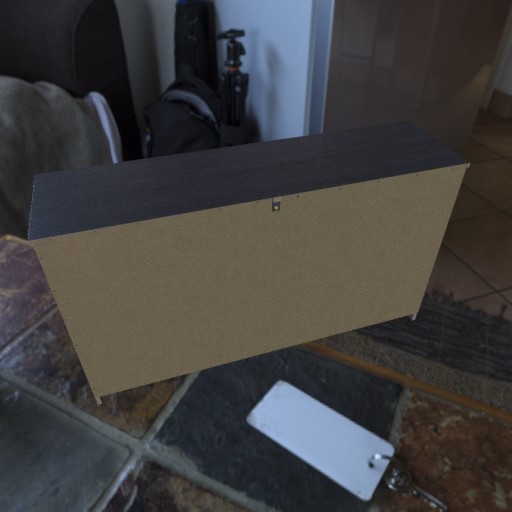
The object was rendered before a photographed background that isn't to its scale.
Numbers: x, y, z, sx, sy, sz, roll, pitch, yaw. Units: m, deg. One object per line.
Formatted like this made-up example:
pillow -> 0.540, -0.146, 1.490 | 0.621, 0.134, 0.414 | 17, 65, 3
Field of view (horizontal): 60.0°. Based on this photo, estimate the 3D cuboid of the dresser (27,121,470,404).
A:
dresser -> 0.000, 0.000, 1.682 | 1.360, 0.755, 0.401 | -12, 41, -14
